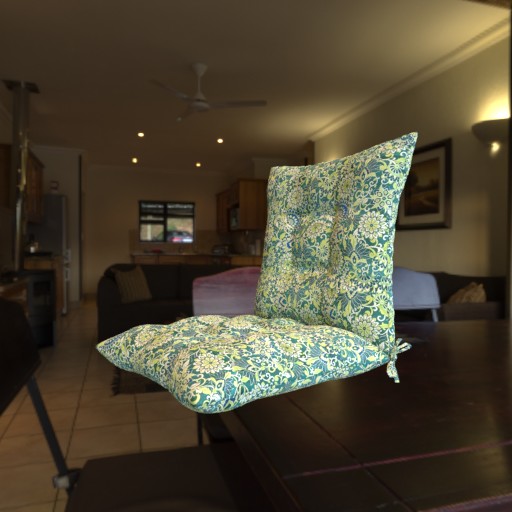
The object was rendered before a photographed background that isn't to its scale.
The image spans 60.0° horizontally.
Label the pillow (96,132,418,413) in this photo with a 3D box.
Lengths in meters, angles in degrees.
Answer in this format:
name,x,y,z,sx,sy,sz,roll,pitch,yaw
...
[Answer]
name,x,y,z,sx,sy,sz,roll,pitch,yaw
pillow,0.000,0.000,1.014,0.585,0.536,0.541,-1,1,-36
